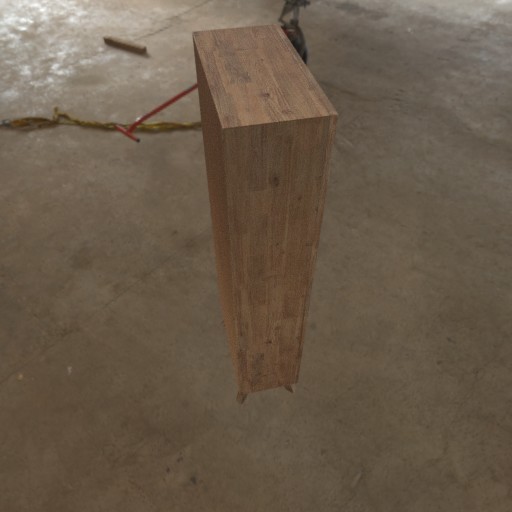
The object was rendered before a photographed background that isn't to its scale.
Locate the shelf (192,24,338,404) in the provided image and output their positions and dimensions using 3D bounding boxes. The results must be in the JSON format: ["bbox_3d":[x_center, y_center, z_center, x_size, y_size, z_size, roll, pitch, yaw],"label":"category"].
[{"bbox_3d":[0.000,0.000,1.555,0.267,1.342,0.491,-9,49,-8],"label":"shelf"}]
